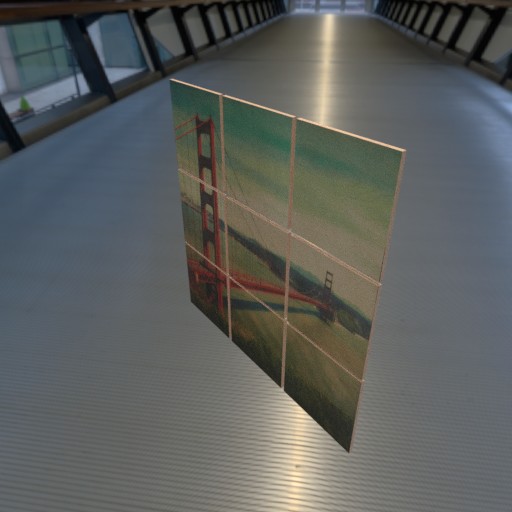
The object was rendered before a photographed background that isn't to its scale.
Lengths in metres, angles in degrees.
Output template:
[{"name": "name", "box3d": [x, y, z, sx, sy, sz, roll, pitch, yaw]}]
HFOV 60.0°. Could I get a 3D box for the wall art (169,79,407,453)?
[{"name": "wall art", "box3d": [0.000, 0.000, 1.377, 0.012, 0.910, 0.917, -22, 38, -31]}]
